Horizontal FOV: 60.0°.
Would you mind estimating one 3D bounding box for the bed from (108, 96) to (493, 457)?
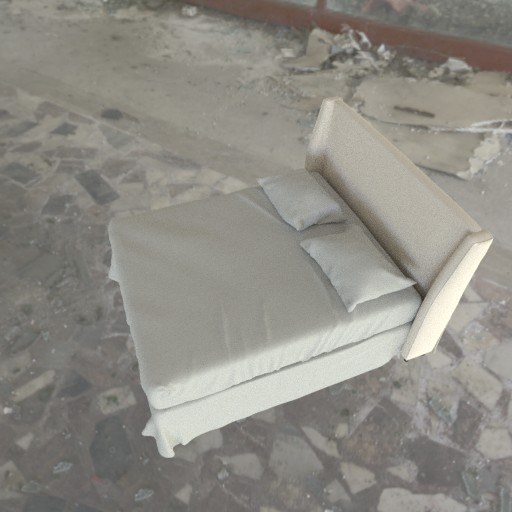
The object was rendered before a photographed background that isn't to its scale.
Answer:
[{"bbox_3d":[0.000,0.000,3.373,2.276,1.332,1.925,-16,48,-15],"label":"bed"}]
